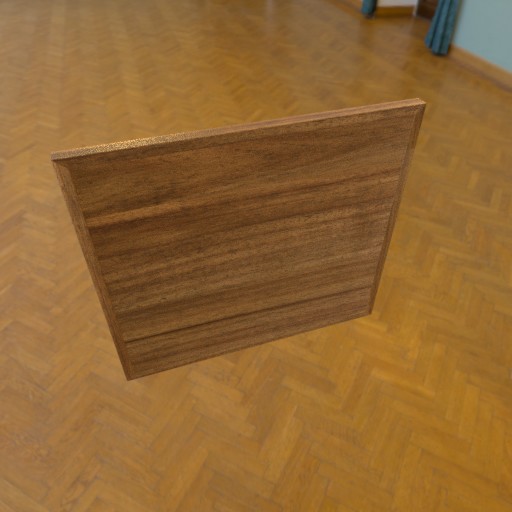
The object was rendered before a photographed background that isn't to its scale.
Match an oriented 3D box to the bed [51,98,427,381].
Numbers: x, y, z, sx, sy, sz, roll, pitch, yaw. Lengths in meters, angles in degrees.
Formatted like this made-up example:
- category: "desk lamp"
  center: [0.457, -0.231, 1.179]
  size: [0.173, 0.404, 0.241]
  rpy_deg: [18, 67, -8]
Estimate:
- category: "bed"
  center: [0.000, 0.000, 1.501]
  size: [1.041, 0.940, 0.043]
  rpy_deg: [-13, 43, -14]
